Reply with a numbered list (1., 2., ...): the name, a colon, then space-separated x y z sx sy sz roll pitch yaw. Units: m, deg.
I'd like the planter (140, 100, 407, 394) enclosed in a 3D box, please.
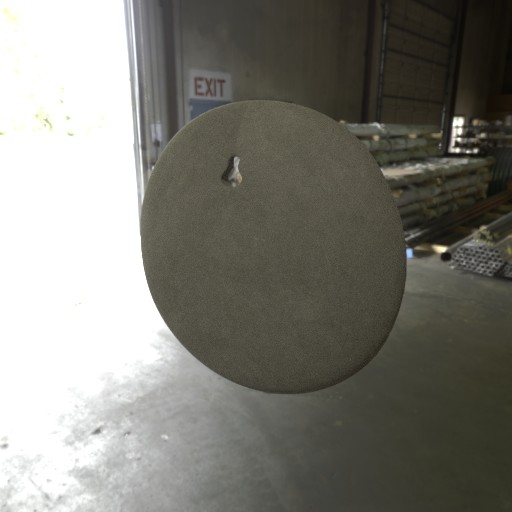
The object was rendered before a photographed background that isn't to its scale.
1. planter: 0.000 0.000 0.282 0.185 0.188 0.071 9 18 28
